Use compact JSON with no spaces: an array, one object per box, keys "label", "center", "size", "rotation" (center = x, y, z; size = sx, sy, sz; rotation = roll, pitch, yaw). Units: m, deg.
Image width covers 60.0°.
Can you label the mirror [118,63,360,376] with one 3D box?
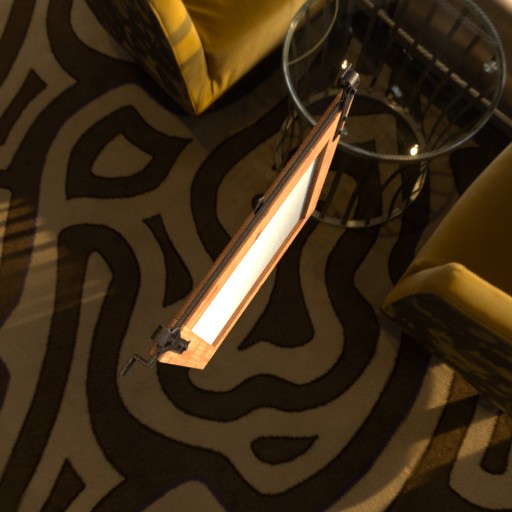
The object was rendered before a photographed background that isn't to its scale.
[{"label":"mirror","center":[0.000,0.000,1.212],"size":[0.054,0.800,0.805],"rotation":[34,77,9]}]
